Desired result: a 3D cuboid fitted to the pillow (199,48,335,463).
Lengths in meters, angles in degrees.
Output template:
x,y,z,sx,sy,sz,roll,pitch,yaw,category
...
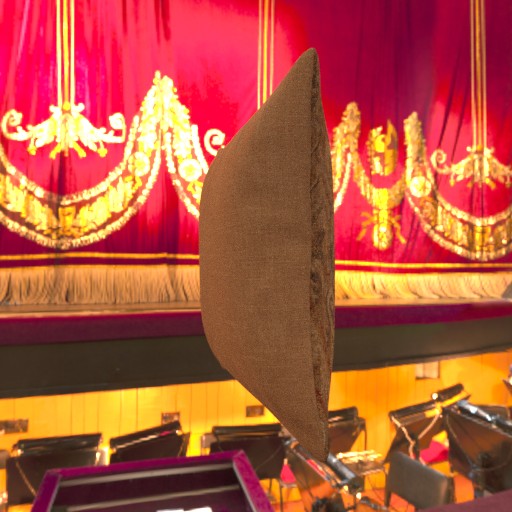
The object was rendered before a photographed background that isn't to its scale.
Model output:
x,y,z,sx,sy,sz,roll,pitch,yaw,category
0.000,0.000,0.780,0.166,0.506,0.523,0,-1,-17,pillow
